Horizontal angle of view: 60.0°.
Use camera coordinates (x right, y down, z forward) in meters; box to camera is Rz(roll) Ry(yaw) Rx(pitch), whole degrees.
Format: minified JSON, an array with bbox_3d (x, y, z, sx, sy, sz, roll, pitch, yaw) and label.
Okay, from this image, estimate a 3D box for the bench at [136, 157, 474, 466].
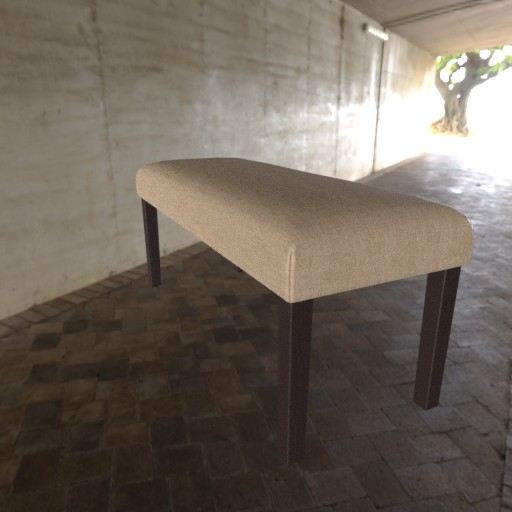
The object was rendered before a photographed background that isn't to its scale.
[{"bbox_3d":[0.000,0.000,1.213,0.407,0.456,1.013,-9,20,-25],"label":"bench"}]
